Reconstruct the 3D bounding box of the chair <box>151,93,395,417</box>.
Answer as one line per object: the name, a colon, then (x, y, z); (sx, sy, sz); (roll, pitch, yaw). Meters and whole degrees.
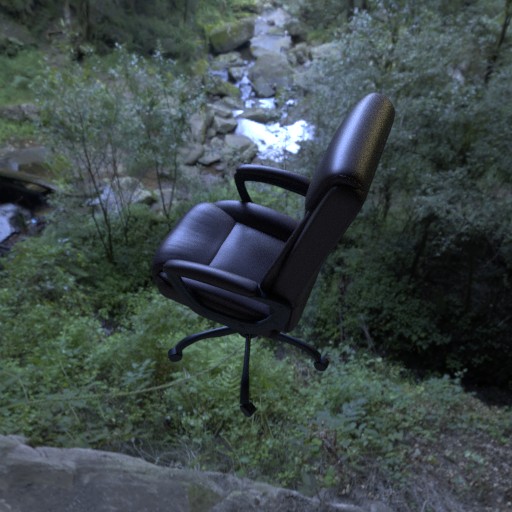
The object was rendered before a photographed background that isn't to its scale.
chair: (0.000, 0.000, 1.490); (0.655, 1.072, 0.615); (16, 47, 15)
